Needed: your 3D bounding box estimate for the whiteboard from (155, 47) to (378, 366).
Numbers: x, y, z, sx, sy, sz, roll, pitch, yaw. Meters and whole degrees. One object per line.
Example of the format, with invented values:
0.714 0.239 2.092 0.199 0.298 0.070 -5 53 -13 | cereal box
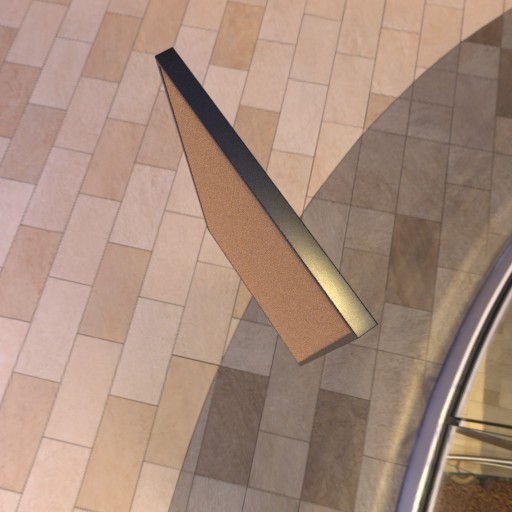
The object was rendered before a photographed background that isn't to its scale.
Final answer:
0.000 0.000 0.782 0.026 0.611 0.406 -33 76 -9 | whiteboard
